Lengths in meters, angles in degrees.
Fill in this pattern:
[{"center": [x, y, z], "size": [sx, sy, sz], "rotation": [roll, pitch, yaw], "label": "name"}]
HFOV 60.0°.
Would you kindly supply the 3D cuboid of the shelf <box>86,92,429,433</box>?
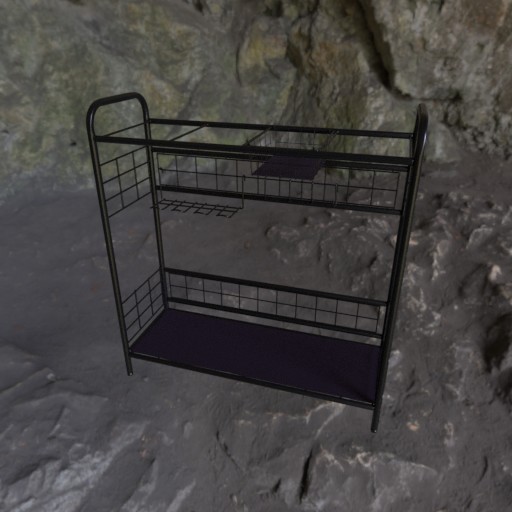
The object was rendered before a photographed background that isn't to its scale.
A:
[{"center": [0.000, 0.000, 1.536], "size": [0.961, 1.026, 0.350], "rotation": [8, 28, 15], "label": "shelf"}]
